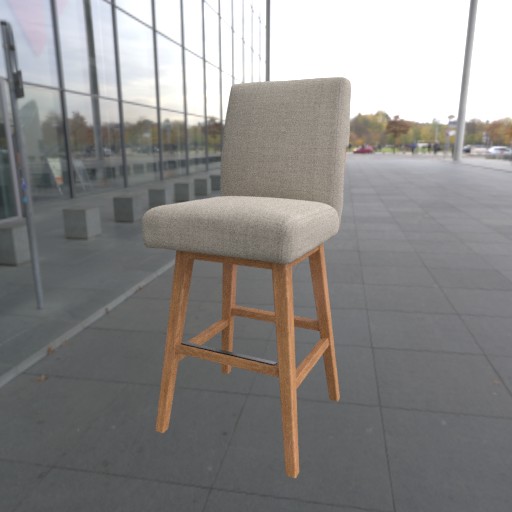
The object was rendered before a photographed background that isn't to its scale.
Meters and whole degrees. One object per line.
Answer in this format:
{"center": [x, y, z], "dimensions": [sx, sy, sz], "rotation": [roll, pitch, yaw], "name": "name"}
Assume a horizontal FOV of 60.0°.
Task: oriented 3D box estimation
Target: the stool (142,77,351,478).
{"center": [0.000, 0.000, 1.405], "dimensions": [0.483, 1.106, 0.569], "rotation": [7, 16, 25], "name": "stool"}
